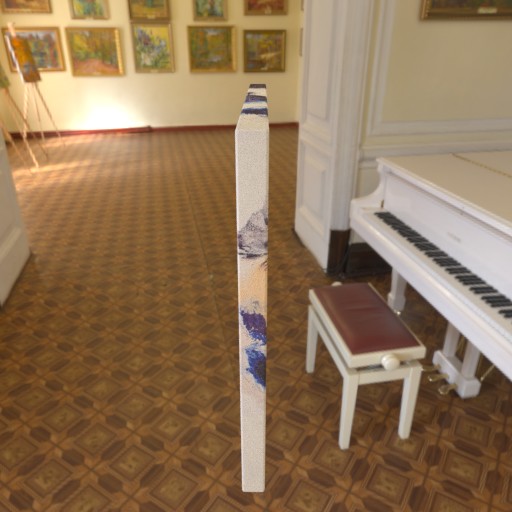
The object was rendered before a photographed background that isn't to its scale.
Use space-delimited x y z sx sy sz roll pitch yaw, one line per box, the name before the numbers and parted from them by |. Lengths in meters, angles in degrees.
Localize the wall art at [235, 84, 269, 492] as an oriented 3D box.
wall art | 0.000 0.000 0.903 0.039 0.609 0.609 0 26 1
